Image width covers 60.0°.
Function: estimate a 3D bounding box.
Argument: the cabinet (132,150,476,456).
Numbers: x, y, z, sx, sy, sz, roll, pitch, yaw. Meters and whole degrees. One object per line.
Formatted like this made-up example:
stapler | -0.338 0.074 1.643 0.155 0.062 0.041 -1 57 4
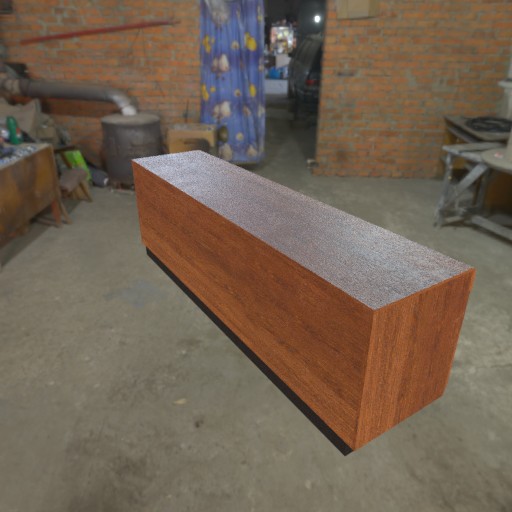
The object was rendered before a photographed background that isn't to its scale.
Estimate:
cabinet | 0.000 0.000 1.799 0.419 0.510 1.600 -16 31 -29
